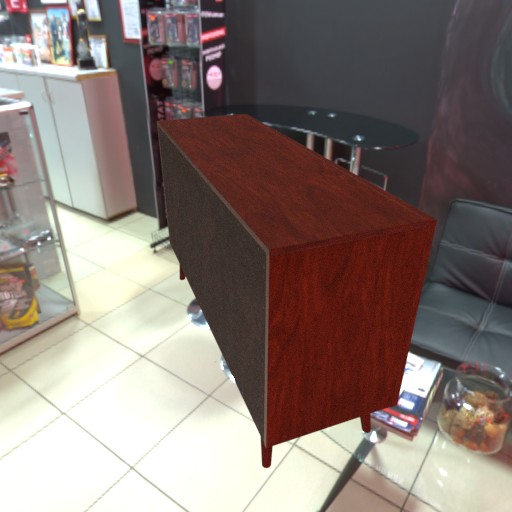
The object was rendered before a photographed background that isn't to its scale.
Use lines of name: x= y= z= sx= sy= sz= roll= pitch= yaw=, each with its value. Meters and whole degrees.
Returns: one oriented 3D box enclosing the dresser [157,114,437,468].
dresser: x=0.000 y=0.000 z=1.914 sx=0.500 sy=0.889 sz=1.472 roll=-11 pitch=31 yaw=-18
